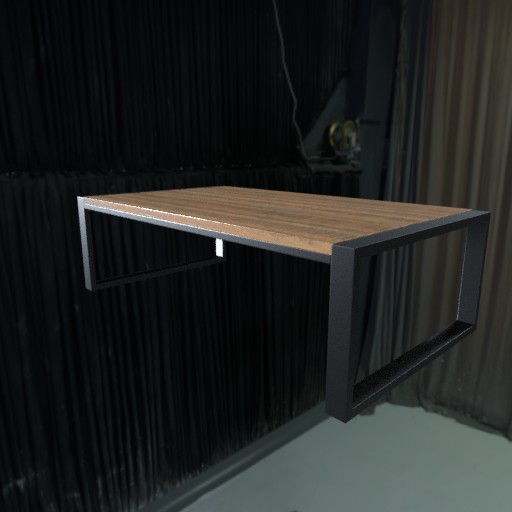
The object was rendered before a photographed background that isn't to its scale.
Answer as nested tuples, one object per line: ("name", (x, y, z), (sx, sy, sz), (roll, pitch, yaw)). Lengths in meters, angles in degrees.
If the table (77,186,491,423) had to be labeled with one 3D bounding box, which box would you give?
("table", (0.000, 0.000, 1.658), (0.750, 0.400, 1.350), (-13, 19, -42))
